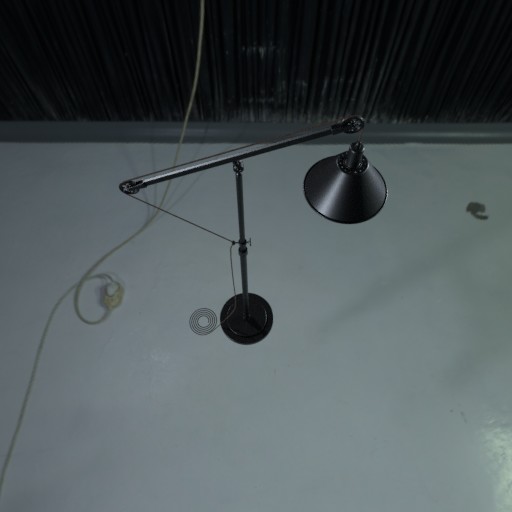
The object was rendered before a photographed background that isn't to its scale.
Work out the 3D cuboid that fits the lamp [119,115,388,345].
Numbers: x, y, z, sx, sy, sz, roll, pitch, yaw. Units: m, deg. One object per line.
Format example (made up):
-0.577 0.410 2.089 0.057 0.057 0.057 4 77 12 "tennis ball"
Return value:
0.000 0.000 1.940 0.904 1.626 0.319 -3 62 -1 "lamp"
